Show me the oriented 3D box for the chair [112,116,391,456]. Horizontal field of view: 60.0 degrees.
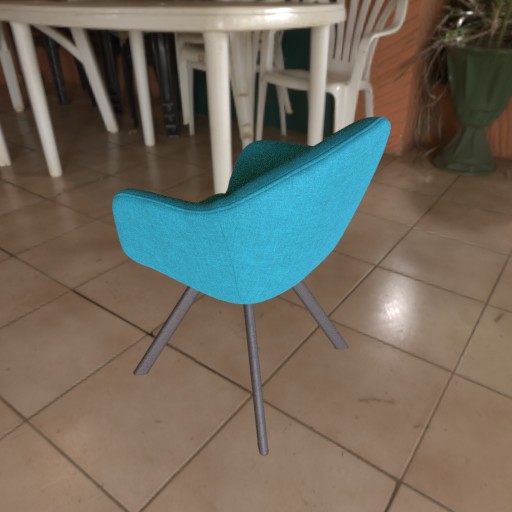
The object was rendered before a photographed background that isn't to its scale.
[{"bbox_3d":[0.000,0.000,1.160,0.565,0.775,0.545,20,36,30],"label":"chair"}]
